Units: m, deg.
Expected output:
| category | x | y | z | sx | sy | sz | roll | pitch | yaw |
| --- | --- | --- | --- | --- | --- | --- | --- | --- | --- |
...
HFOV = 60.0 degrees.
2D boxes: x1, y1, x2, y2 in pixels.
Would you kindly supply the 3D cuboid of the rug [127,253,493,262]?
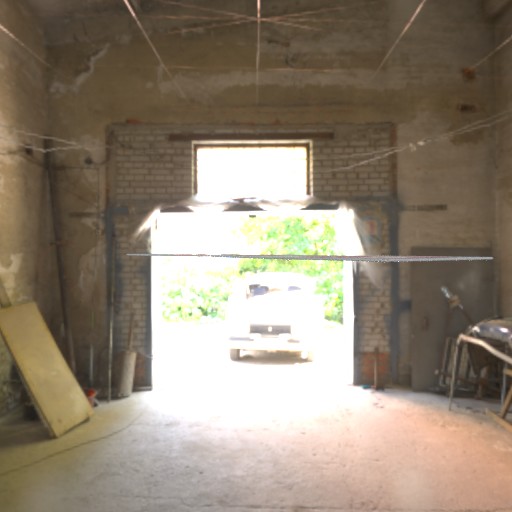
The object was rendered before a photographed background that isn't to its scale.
| category | x | y | z | sx | sy | sz | roll | pitch | yaw |
| --- | --- | --- | --- | --- | --- | --- | --- | --- | --- |
| rug | 0.000 | 0.000 | 2.487 | 0.666 | 0.011 | 2.294 | -1 | 1 | -36 |
